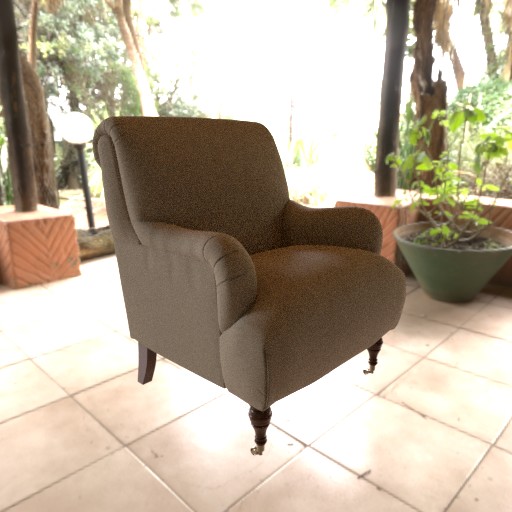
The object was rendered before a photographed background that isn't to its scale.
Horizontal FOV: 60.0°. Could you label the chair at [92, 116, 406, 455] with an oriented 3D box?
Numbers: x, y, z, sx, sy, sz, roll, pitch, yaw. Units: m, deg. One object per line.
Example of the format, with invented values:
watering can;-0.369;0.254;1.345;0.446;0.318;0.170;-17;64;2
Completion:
chair;0.000;0.000;1.544;0.842;0.942;0.766;14;20;42
